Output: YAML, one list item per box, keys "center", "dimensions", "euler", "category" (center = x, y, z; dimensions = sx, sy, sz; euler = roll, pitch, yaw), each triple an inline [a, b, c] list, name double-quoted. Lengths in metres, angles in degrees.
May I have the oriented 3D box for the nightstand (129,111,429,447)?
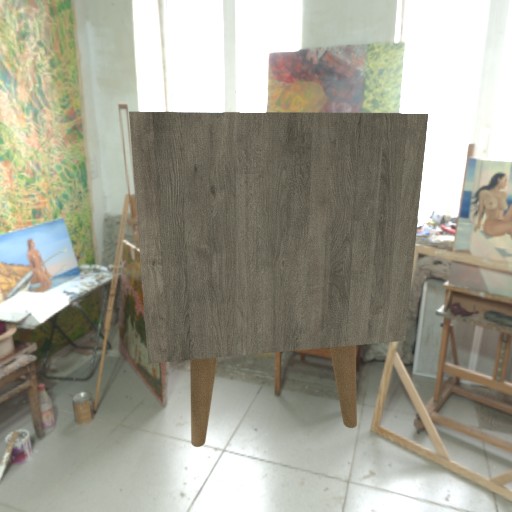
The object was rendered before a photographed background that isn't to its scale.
- center: [0.000, 0.000, 0.832]
  dimensions: [0.380, 0.500, 0.480]
  euler: [-3, 17, -10]
  category: "nightstand"
